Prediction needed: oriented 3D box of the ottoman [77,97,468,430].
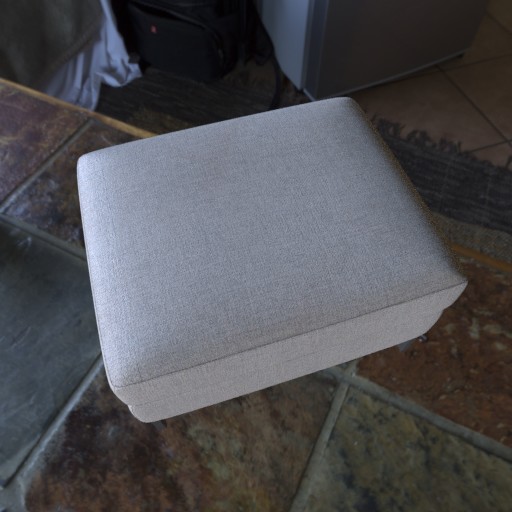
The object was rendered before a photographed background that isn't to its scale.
[{"bbox_3d":[0.000,0.000,1.228,0.820,0.490,0.671,-15,60,-9],"label":"ottoman"}]
